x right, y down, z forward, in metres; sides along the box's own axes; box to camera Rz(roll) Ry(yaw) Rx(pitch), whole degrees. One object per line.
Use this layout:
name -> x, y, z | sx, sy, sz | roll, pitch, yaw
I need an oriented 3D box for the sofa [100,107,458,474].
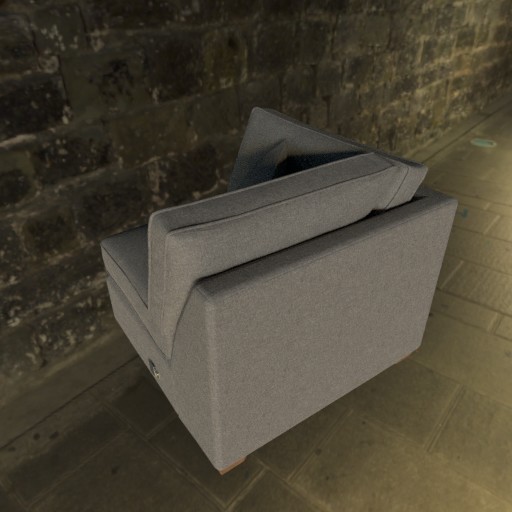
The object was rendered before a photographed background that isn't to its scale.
sofa -> 0.000, 0.000, 1.940 | 1.146, 1.002, 1.084 | -20, 37, -29
